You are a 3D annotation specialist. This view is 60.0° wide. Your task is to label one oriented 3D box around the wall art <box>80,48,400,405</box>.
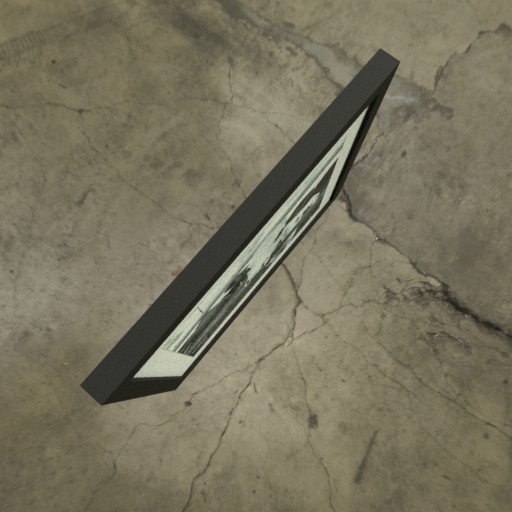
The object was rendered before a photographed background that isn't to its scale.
[{"bbox_3d":[0.000,0.000,0.543,0.024,0.329,0.404,39,78,9],"label":"wall art"}]
